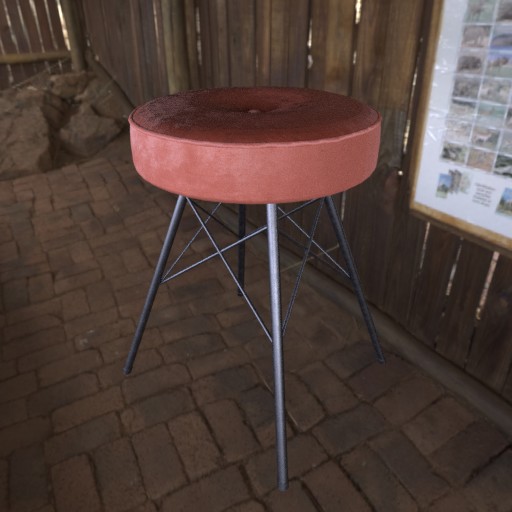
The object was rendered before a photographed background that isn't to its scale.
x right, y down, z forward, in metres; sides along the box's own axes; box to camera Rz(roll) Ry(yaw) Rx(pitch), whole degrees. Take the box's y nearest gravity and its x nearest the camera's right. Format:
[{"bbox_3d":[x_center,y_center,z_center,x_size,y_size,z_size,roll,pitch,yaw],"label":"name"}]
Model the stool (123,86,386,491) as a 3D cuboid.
[{"bbox_3d":[0.000,0.000,0.877,0.457,0.593,0.421,22,36,33],"label":"stool"}]
